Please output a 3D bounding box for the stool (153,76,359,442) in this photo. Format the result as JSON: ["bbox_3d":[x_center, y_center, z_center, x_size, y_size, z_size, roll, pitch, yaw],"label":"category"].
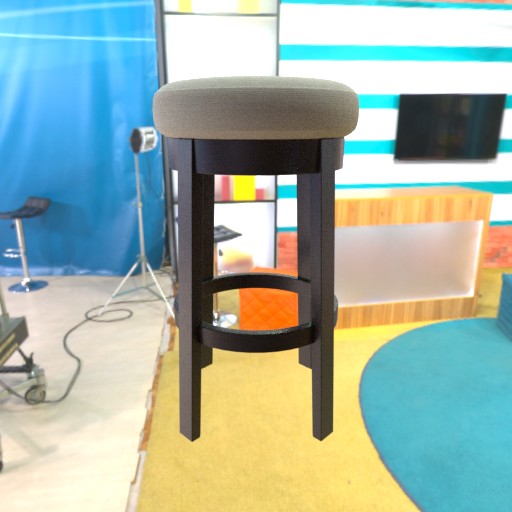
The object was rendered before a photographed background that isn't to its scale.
[{"bbox_3d":[0.000,0.000,1.031,0.446,0.758,0.446,0,17,0],"label":"stool"}]
